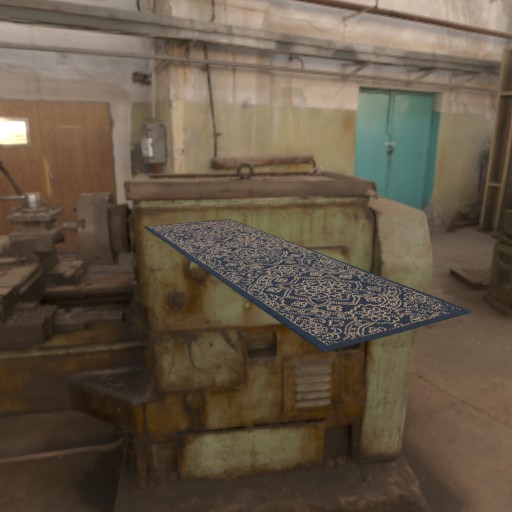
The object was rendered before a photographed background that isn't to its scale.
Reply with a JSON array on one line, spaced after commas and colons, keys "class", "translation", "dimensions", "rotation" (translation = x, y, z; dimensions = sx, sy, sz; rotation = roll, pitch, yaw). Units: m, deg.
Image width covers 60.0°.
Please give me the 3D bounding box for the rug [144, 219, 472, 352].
[{"class": "rug", "translation": [0.000, 0.000, 2.724], "dimensions": [0.769, 0.012, 2.448], "rotation": [-8, 17, -27]}]
